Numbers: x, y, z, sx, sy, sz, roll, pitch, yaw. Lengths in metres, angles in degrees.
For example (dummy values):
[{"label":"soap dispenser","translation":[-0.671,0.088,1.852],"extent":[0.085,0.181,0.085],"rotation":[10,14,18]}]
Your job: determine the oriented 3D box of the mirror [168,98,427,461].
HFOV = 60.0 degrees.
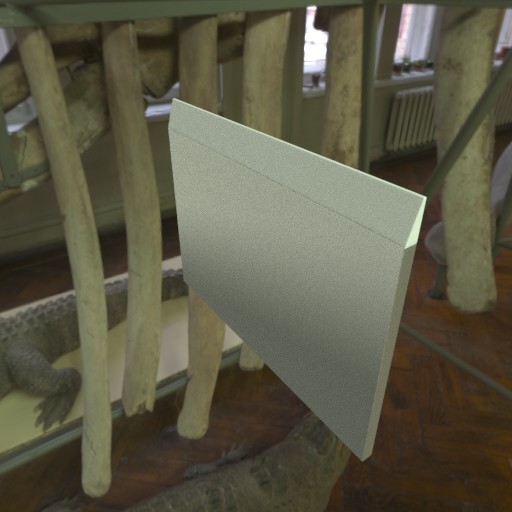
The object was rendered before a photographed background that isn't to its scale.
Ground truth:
[{"label":"mirror","translation":[0.000,0.000,1.137],"extent":[0.030,0.630,0.870],"rotation":[-20,36,-29]}]
